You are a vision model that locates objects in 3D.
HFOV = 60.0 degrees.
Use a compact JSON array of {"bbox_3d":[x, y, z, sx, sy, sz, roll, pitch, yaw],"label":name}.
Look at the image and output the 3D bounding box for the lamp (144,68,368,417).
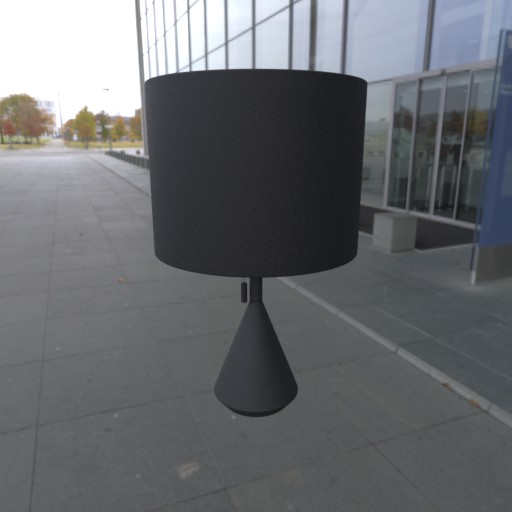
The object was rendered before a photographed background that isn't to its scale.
[{"bbox_3d":[0.000,0.000,0.807,0.359,0.584,0.359,-2,15,-8],"label":"lamp"}]
